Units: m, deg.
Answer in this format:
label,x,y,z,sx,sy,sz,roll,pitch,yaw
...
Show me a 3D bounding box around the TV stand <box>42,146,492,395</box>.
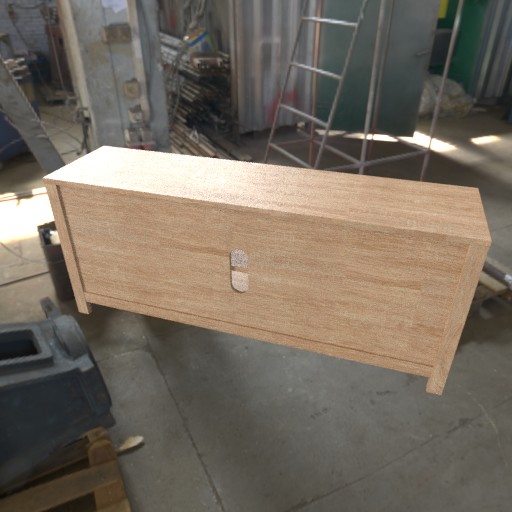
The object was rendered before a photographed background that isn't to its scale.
label,x,y,z,sx,sy,sz,roll,pitch,yaw
TV stand,0.000,0.000,1.703,1.466,0.610,0.398,10,33,15
